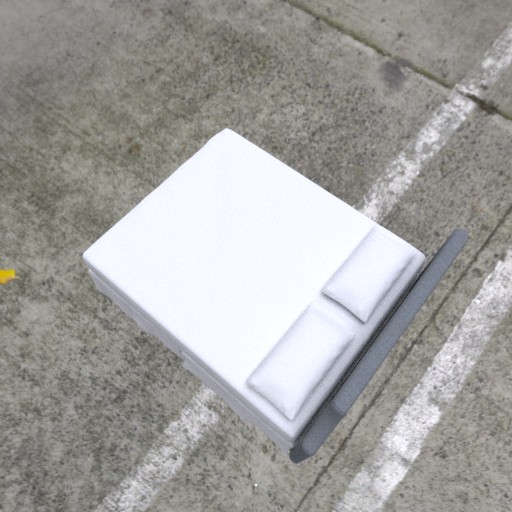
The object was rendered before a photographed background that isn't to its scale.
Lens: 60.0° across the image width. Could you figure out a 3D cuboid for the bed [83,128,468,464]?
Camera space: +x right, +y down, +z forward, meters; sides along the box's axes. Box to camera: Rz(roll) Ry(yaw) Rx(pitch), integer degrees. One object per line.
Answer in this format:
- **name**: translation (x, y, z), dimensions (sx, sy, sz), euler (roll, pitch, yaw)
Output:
- **bed**: translation (0.000, 0.000, 3.347), dimensions (2.259, 1.296, 1.811), euler (36, 68, 17)
